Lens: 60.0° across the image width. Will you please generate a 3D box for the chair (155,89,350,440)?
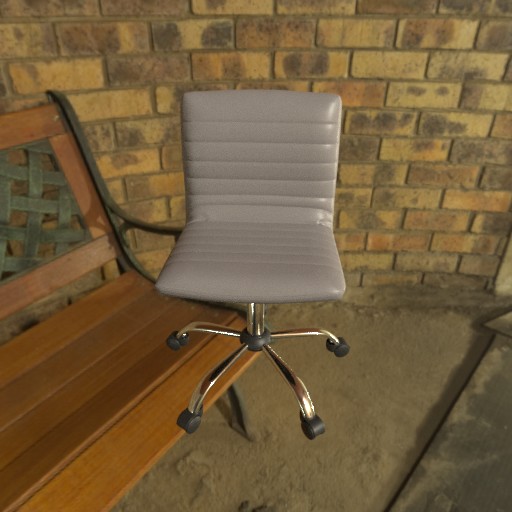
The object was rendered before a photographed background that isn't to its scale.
[{"bbox_3d":[0.000,0.000,1.143,0.569,0.750,0.542,2,31,3],"label":"chair"}]
